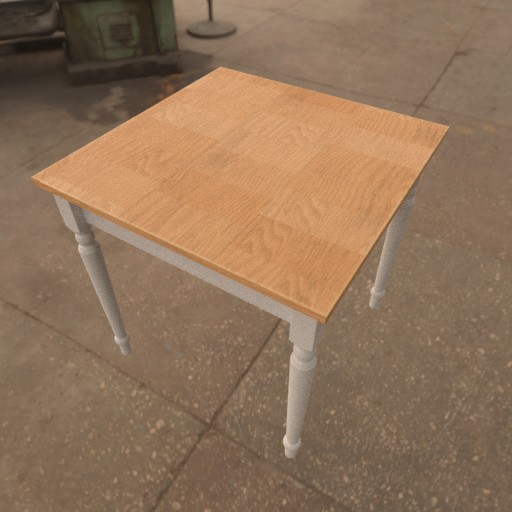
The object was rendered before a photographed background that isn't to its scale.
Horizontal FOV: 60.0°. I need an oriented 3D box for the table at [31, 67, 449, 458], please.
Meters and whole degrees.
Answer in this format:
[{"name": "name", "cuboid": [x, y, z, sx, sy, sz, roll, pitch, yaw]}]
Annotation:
[{"name": "table", "cuboid": [0.000, 0.000, 1.355, 0.747, 0.738, 0.747, 24, 50, 22]}]
